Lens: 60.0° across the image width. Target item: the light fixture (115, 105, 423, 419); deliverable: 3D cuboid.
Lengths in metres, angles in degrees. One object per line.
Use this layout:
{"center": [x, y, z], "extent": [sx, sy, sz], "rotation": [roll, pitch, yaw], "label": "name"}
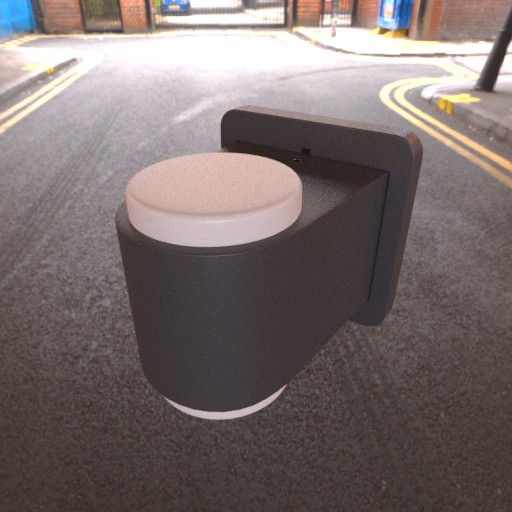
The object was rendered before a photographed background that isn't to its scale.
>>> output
{"center": [0.000, 0.000, 0.212], "extent": [0.109, 0.109, 0.132], "rotation": [19, 36, 28], "label": "light fixture"}
